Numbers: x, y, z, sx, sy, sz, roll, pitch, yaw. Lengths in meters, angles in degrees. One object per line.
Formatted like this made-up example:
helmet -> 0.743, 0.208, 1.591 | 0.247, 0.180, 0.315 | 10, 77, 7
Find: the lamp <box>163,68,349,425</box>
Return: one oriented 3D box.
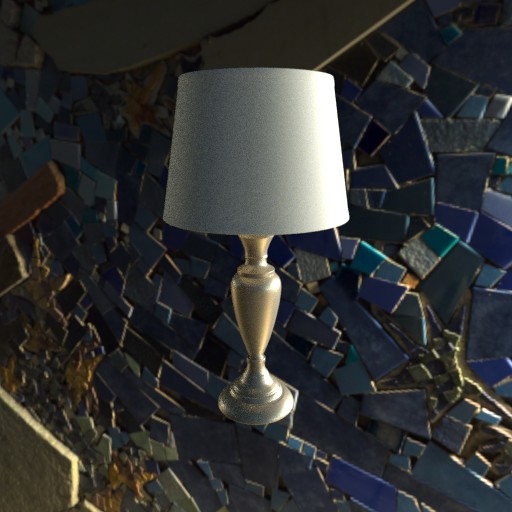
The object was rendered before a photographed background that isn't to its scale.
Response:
lamp -> 0.000, 0.000, 0.818 | 0.328, 0.612, 0.328 | 0, 15, 0
